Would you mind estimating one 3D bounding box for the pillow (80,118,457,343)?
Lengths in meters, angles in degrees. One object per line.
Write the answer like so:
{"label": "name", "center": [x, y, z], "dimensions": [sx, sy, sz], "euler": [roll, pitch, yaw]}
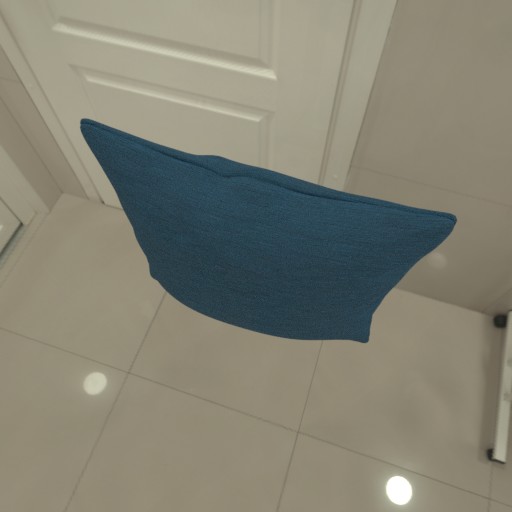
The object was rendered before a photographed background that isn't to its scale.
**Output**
{"label": "pillow", "center": [0.000, 0.000, 0.666], "dimensions": [0.437, 0.420, 0.177], "euler": [16, 63, 8]}
